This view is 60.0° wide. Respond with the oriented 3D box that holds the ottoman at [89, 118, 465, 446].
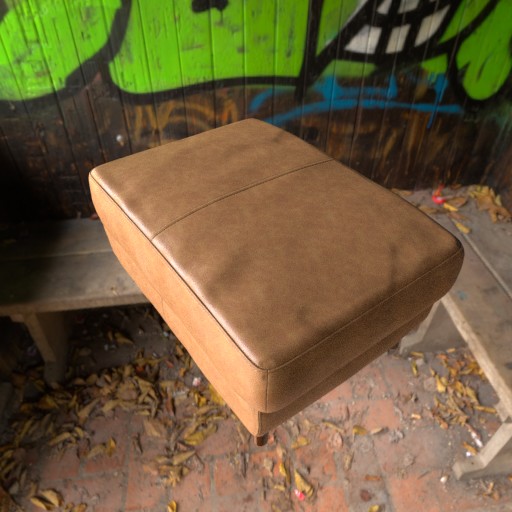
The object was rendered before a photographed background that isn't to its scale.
[{"bbox_3d":[0.000,0.000,1.233,0.630,0.461,0.869,-26,48,-26],"label":"ottoman"}]
